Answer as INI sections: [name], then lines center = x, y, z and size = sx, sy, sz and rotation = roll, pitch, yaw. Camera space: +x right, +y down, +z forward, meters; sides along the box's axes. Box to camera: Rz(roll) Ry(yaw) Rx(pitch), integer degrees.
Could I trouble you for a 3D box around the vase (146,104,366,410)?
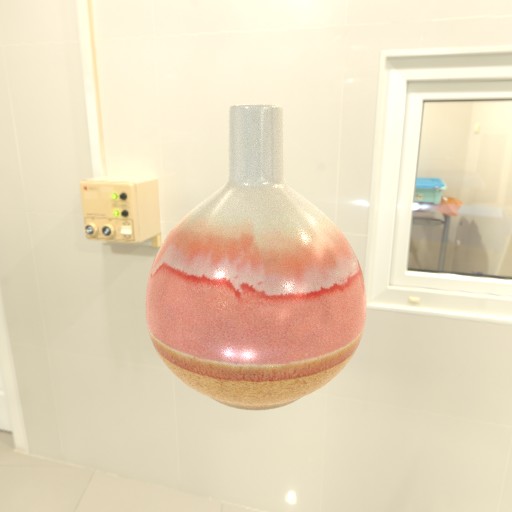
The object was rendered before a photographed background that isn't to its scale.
[vase]
center = 0.000, 0.000, 0.273
size = 0.137, 0.176, 0.137
rotation = 0, 17, 0
